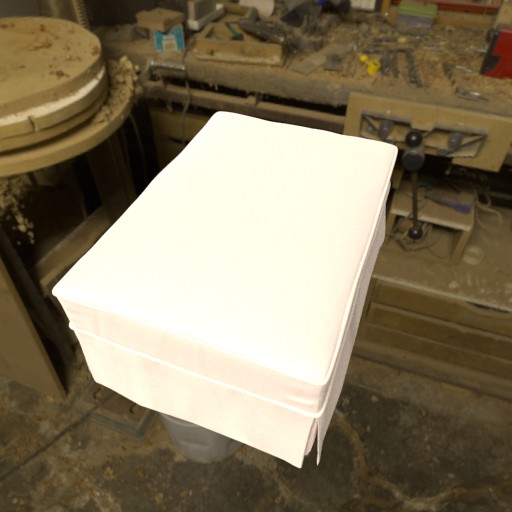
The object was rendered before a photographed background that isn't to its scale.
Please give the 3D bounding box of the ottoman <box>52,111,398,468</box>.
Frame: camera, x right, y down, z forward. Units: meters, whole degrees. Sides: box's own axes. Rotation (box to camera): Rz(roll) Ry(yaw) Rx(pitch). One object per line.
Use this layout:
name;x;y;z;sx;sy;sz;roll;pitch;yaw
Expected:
ottoman;0.000;0.000;1.344;0.703;0.479;0.944;16;48;15
